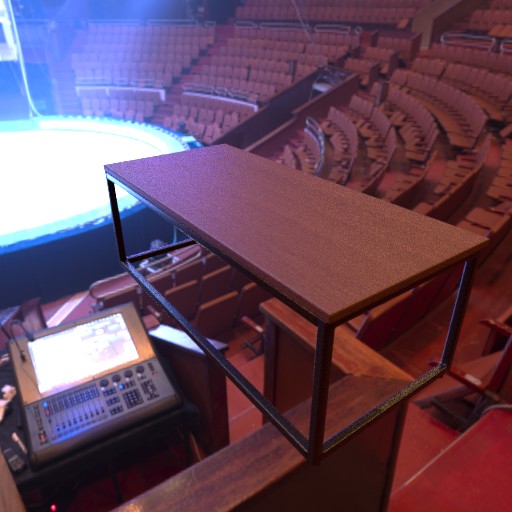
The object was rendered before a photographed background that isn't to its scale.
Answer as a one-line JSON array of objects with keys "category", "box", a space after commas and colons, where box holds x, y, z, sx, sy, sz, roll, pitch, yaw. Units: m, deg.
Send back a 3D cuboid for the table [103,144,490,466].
[{"category": "table", "box": [0.000, 0.000, 1.351, 0.500, 0.400, 1.100, -19, 33, -32]}]
